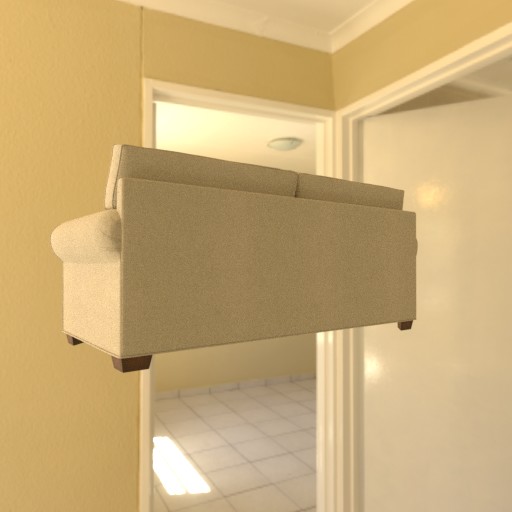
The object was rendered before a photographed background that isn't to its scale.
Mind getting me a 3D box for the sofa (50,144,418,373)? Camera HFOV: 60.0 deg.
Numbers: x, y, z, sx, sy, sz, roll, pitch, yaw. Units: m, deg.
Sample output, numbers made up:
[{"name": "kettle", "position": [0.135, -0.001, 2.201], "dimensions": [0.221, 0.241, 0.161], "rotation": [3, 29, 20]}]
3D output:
[{"name": "sofa", "position": [0.000, 0.000, 2.688], "dimensions": [2.146, 0.962, 0.901], "rotation": [1, -1, -37]}]
